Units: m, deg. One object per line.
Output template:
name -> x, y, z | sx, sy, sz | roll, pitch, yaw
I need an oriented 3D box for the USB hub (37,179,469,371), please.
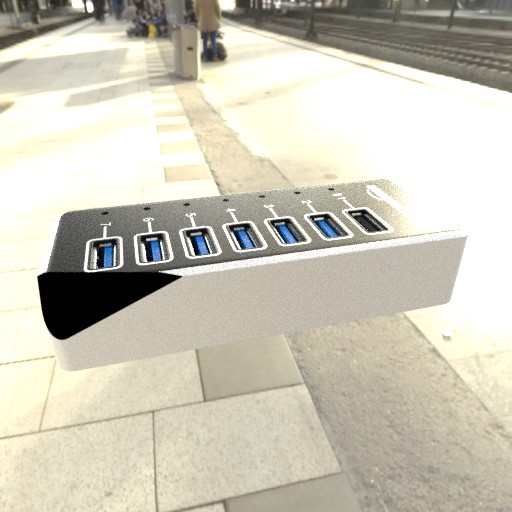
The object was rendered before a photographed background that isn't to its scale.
USB hub -> 0.000, 0.000, 0.129 | 0.110, 0.023, 0.044 | -8, 31, -13
